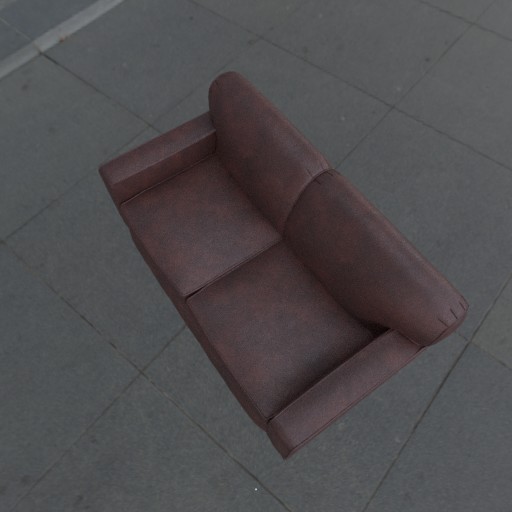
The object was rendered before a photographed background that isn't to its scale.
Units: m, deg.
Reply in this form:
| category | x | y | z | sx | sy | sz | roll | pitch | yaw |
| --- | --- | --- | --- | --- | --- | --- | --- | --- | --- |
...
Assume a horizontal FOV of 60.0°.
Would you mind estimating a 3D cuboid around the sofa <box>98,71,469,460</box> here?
| category | x | y | z | sx | sy | sz | roll | pitch | yaw |
| --- | --- | --- | --- | --- | --- | --- | --- | --- | --- |
| sofa | 0.000 | 0.000 | 2.438 | 1.000 | 0.966 | 1.856 | -32 | 67 | -16 |
